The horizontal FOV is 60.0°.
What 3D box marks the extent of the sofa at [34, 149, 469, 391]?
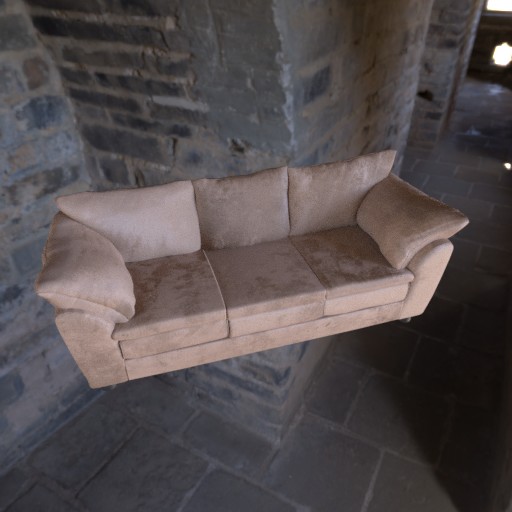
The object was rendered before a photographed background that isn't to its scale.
[{"bbox_3d":[0.000,0.000,2.777,2.377,0.981,0.893,-10,34,-15],"label":"sofa"}]
